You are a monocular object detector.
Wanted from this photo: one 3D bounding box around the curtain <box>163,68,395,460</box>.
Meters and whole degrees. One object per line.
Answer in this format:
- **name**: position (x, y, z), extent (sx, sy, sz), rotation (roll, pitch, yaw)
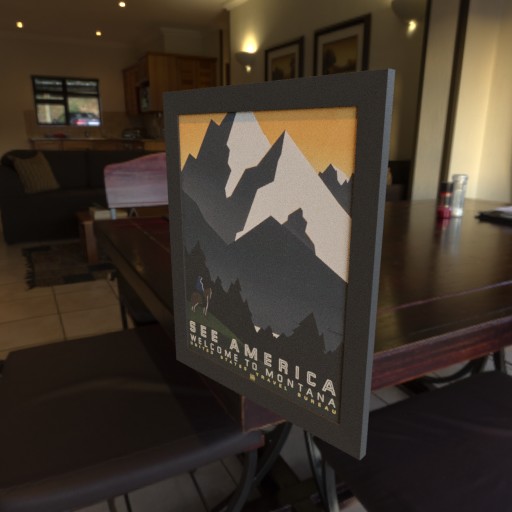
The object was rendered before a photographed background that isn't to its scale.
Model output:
- **curtain**: position (0.000, 0.000, 0.804), extent (0.483, 0.585, 0.027), rotation (14, 21, 41)
